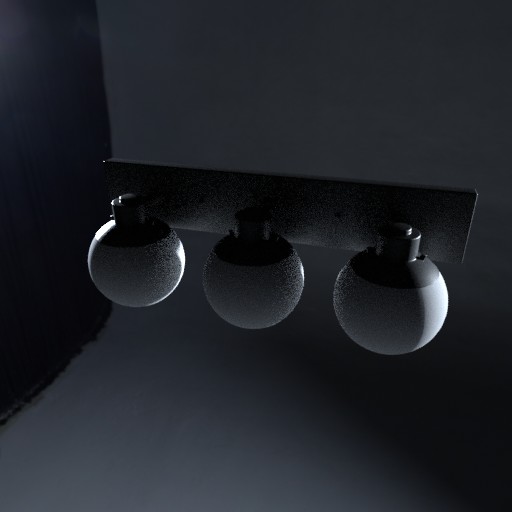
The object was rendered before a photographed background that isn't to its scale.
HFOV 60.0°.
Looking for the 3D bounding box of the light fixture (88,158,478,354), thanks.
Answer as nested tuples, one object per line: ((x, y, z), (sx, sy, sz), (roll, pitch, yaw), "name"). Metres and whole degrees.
((0.000, 0.000, 0.822), (0.721, 0.263, 0.218), (8, 27, 16), "light fixture")
